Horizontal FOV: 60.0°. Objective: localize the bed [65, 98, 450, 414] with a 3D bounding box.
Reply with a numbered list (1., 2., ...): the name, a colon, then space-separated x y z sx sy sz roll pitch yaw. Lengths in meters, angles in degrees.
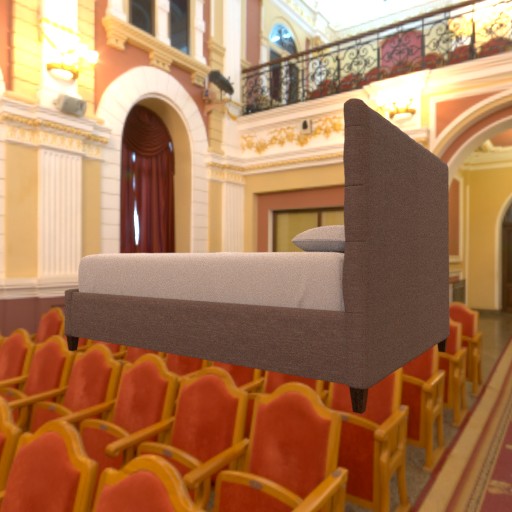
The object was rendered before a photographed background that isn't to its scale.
1. bed: 0.000 0.000 3.335 2.387 1.427 1.698 0 0 36
